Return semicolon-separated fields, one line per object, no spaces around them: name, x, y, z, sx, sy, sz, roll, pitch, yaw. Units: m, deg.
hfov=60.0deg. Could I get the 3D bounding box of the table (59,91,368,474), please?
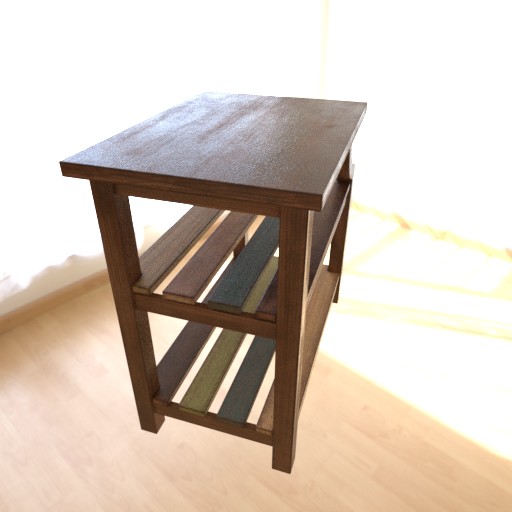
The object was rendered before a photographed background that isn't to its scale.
table;0.000;0.000;0.943;0.356;0.584;0.609;10;33;15
